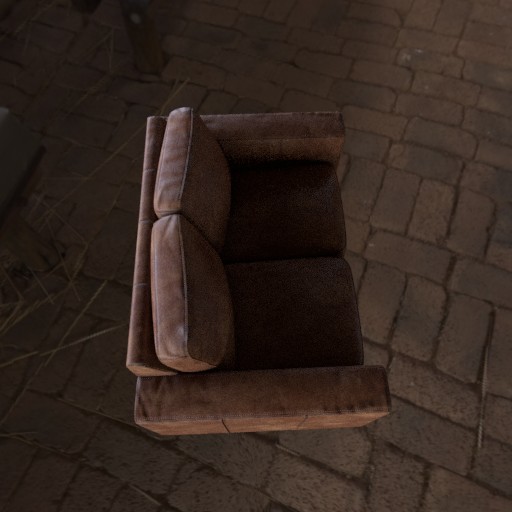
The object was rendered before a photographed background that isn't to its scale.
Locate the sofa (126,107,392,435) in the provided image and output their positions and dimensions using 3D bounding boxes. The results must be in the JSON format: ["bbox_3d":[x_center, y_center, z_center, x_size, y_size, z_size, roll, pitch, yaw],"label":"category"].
[{"bbox_3d":[0.000,0.000,2.272,1.041,0.889,1.626,-2,64,-1],"label":"sofa"}]
